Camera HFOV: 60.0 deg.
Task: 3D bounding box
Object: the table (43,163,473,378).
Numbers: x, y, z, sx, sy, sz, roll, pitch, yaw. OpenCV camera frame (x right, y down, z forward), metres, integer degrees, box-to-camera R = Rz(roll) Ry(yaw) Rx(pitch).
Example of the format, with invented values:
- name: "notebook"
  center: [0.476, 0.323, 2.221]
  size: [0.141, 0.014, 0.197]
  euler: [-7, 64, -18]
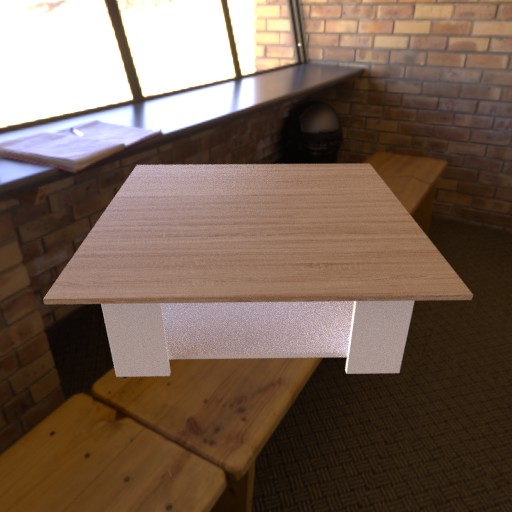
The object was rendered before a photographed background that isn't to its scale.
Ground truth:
- name: "table"
  center: [0.000, 0.000, 1.379]
  size: [0.890, 0.305, 0.890]
  euler: [-1, 29, -1]
